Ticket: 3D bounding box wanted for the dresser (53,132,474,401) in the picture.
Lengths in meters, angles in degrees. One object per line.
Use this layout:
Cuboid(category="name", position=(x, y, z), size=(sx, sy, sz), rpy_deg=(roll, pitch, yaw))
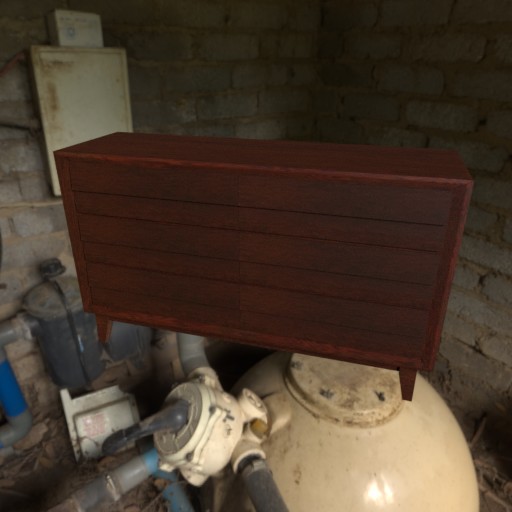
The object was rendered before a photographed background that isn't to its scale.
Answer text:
Cuboid(category="dresser", position=(0.000, 0.000, 2.054), size=(1.609, 0.971, 0.499), rpy_deg=(7, 26, 15))
